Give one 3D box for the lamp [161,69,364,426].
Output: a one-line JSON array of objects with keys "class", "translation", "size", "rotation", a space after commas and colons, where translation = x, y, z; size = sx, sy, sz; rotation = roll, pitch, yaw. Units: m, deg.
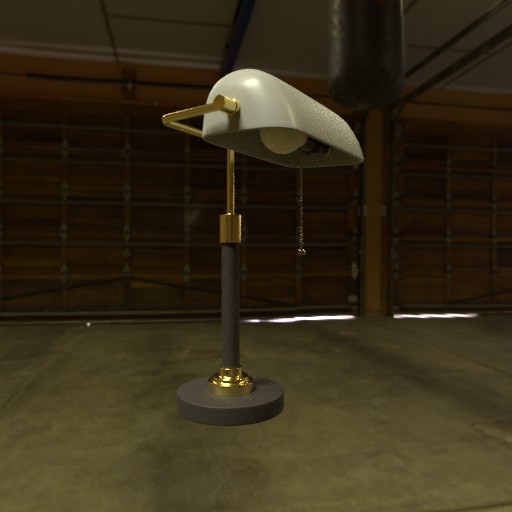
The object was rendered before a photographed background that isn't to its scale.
[{"class": "lamp", "translation": [0.000, 0.000, 0.573], "size": [0.227, 0.404, 0.269], "rotation": [0, 0, 35]}]
